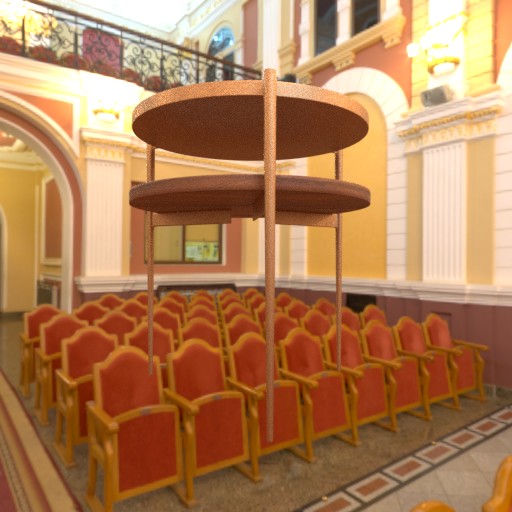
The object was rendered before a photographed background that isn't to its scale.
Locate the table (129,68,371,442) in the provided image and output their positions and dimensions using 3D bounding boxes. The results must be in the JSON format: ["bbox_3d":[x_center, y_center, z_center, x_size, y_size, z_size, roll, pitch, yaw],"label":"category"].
[{"bbox_3d":[0.000,0.000,0.825,0.456,0.493,0.430,0,0,-36],"label":"table"}]
